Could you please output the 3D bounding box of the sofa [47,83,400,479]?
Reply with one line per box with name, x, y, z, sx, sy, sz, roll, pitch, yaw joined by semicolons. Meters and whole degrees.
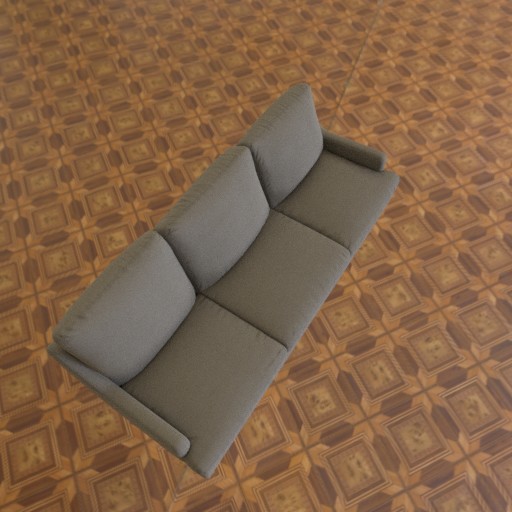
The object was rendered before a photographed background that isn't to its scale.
sofa;0.000;0.000;2.762;0.987;0.926;2.344;30;63;17
